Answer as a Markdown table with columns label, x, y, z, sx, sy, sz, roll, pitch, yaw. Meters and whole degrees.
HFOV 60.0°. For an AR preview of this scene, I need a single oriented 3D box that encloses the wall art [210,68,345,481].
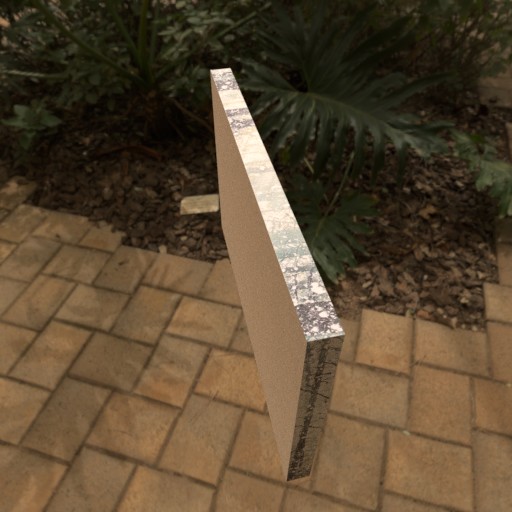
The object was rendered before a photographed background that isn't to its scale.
| label | x | y | z | sx | sy | sz | roll | pitch | yaw |
| --- | --- | --- | --- | --- | --- | --- | --- | --- | --- |
| wall art | 0.000 | 0.000 | 0.772 | 0.042 | 0.398 | 0.618 | -9 | 47 | -9 |
